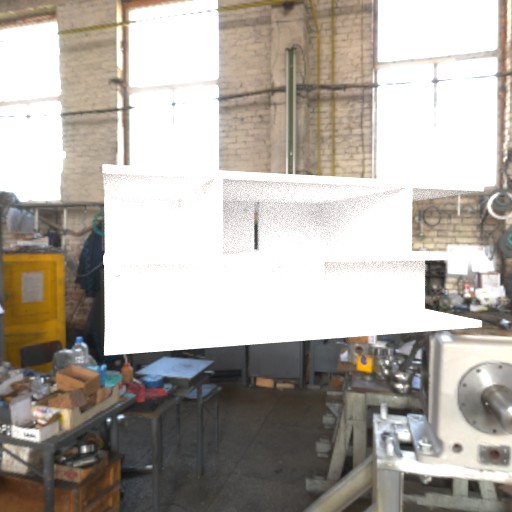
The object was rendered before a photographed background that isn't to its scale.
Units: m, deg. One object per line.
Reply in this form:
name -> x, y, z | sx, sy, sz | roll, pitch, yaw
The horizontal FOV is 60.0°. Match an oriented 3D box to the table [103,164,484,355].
table -> 0.000, 0.000, 1.086 | 0.700, 0.289, 0.700 | -1, 2, -18
